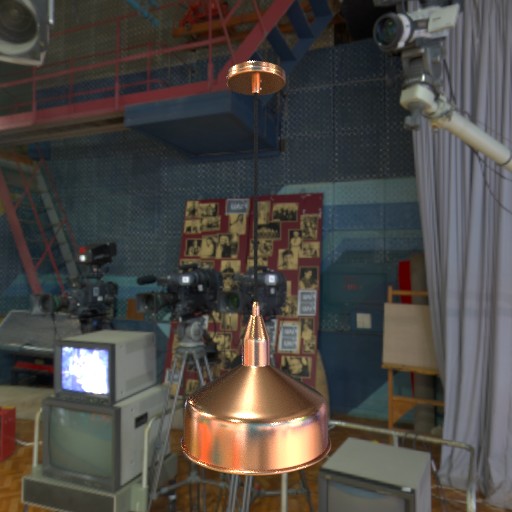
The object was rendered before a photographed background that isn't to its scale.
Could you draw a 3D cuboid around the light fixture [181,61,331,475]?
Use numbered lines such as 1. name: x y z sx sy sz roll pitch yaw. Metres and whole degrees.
1. light fixture: 0.000 0.000 0.911 0.301 0.754 0.301 1 -2 -18
